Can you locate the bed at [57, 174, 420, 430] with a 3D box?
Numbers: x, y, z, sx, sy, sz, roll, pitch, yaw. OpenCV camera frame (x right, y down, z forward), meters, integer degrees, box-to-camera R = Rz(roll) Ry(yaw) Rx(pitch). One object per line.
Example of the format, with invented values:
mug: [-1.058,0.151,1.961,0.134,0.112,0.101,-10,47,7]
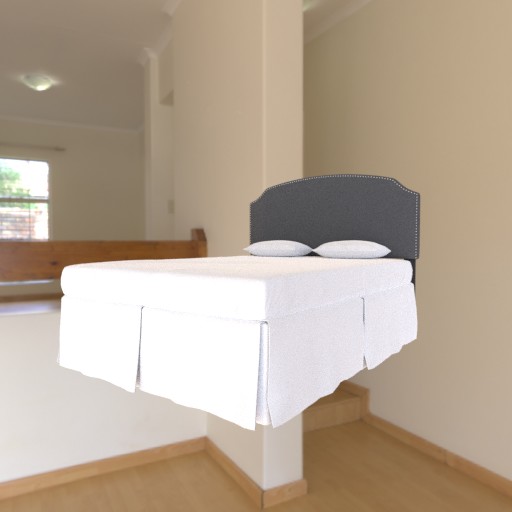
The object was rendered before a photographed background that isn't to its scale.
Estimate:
bed: [0.000,0.000,2.898,1.558,1.270,1.999,2,3,36]
